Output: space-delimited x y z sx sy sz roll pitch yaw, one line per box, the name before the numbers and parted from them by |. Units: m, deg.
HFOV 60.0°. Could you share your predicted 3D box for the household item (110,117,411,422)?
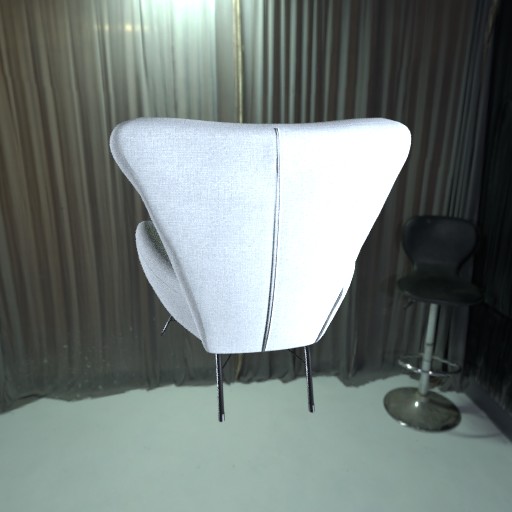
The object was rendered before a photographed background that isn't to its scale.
household item | 0.000 0.000 1.775 0.980 1.050 0.900 -3 17 -10
